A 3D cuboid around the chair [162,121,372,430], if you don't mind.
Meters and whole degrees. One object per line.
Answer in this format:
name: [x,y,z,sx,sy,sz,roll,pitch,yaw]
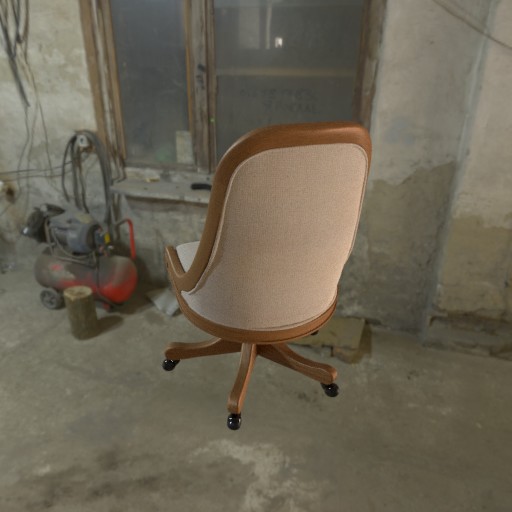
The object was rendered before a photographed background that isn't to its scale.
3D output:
chair: [0.000,0.000,1.557,0.702,1.009,0.811,-8,26,-17]
